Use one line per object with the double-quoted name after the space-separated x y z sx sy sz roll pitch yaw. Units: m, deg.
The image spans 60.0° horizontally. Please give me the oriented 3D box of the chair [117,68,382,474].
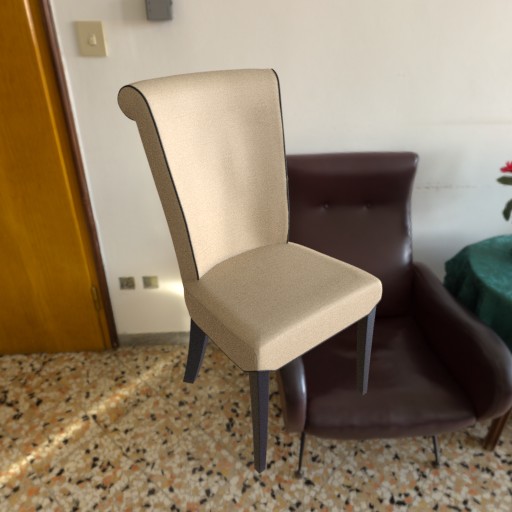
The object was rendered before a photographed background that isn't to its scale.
0.000 0.000 1.365 0.522 0.997 0.623 -22 37 -33 "chair"
